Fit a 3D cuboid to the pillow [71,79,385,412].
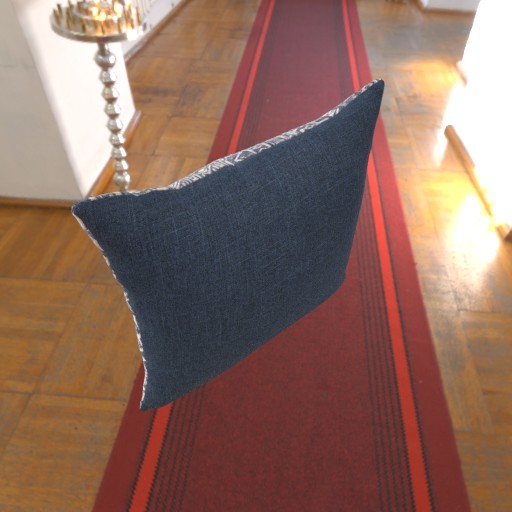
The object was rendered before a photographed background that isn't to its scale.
[{"bbox_3d":[0.000,0.000,0.775,0.546,0.487,0.180,-30,52,-27],"label":"pillow"}]
